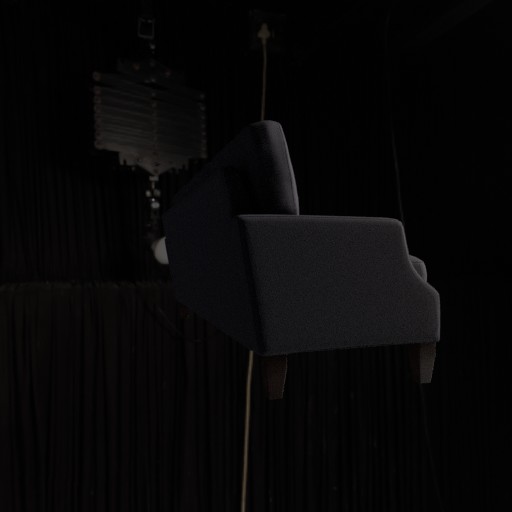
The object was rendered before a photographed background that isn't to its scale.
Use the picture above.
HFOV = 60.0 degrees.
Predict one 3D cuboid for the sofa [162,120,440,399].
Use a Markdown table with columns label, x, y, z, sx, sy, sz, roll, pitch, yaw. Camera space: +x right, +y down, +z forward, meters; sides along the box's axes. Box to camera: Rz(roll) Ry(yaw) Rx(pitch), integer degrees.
| label | x | y | z | sx | sy | sz | roll | pitch | yaw |
| --- | --- | --- | --- | --- | --- | --- | --- | --- | --- |
| sofa | 0.000 | 0.000 | 2.584 | 0.888 | 0.984 | 2.115 | 0 | 0 | -18 |
